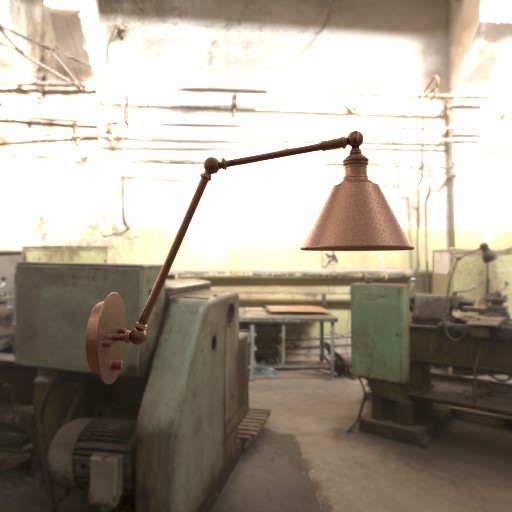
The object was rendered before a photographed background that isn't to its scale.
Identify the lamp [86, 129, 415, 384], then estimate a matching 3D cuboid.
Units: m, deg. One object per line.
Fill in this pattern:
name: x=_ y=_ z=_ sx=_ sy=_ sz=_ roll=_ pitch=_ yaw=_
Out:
lamp: x=0.000 y=0.000 z=0.888 sx=0.624 sy=0.502 sz=0.223 roll=0 pitch=-1 yaw=-1
